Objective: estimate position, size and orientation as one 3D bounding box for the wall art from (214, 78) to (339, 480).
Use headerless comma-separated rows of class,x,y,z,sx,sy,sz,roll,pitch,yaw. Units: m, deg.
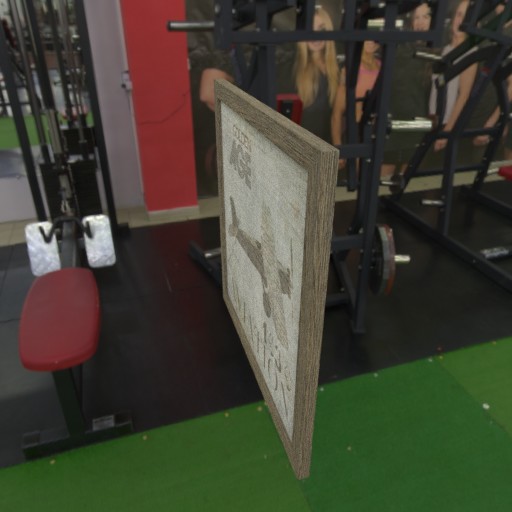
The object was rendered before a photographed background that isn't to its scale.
wall art,0.000,0.000,0.766,0.019,0.508,0.508,-8,30,-14
